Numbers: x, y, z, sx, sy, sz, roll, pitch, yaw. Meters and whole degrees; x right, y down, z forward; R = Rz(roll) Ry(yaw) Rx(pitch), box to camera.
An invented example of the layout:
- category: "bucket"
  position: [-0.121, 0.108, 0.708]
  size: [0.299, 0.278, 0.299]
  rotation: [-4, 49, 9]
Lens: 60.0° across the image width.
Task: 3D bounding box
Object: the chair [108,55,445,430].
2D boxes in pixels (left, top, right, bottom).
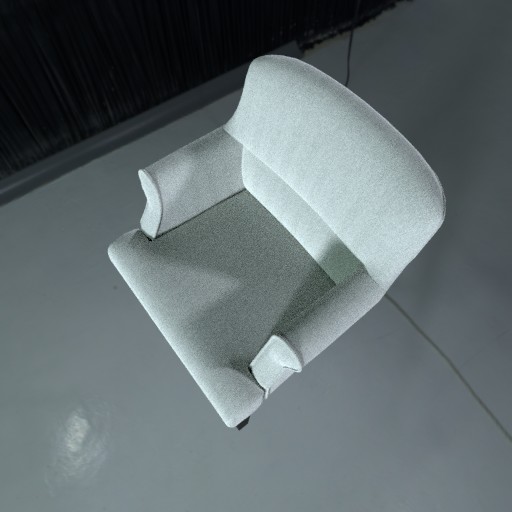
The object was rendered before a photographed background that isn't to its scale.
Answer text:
- category: "chair"
  position: [0.000, 0.000, 1.431]
  size: [0.750, 0.875, 0.781]
  rotation: [-34, 67, -17]
